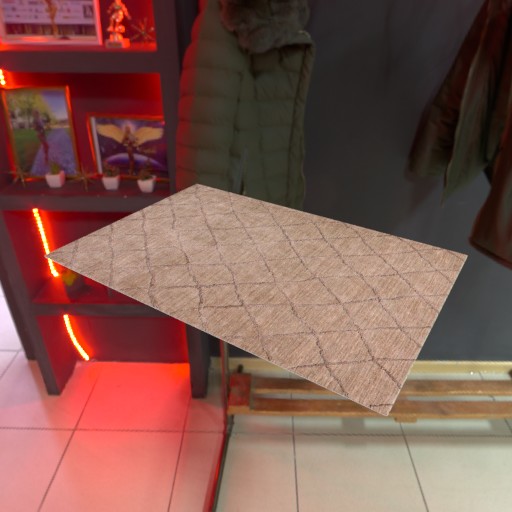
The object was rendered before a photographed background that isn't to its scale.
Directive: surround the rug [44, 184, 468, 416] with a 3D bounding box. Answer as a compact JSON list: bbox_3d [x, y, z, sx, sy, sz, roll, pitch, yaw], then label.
[{"bbox_3d":[0.000,0.000,2.869,2.280,0.015,1.521,19,35,29],"label":"rug"}]
